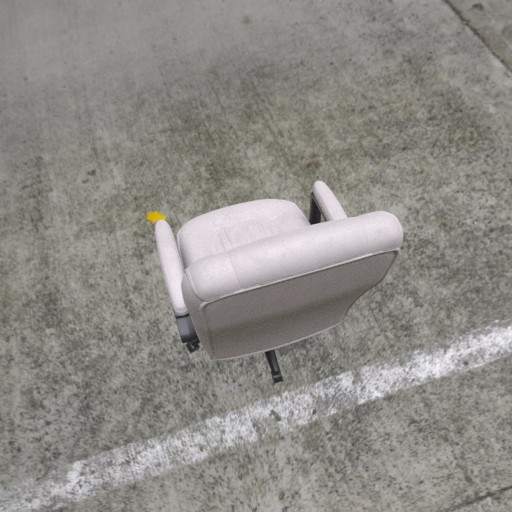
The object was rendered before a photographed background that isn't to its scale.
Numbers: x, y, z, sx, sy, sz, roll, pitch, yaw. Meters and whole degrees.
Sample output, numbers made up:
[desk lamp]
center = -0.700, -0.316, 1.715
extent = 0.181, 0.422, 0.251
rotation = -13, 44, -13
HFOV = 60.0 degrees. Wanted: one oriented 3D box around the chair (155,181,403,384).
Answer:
[chair]
center = 0.000, 0.000, 1.552
extent = 0.667, 1.105, 0.724
rotation = -15, 60, -9
